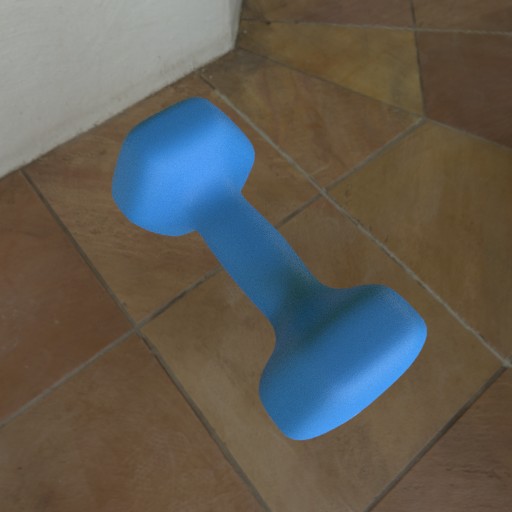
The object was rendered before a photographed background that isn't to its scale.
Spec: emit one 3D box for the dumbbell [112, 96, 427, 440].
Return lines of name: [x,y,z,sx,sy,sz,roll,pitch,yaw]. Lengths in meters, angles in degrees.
dumbbell: [0.000,0.000,0.195,0.074,0.066,0.152,-33,67,-16]
